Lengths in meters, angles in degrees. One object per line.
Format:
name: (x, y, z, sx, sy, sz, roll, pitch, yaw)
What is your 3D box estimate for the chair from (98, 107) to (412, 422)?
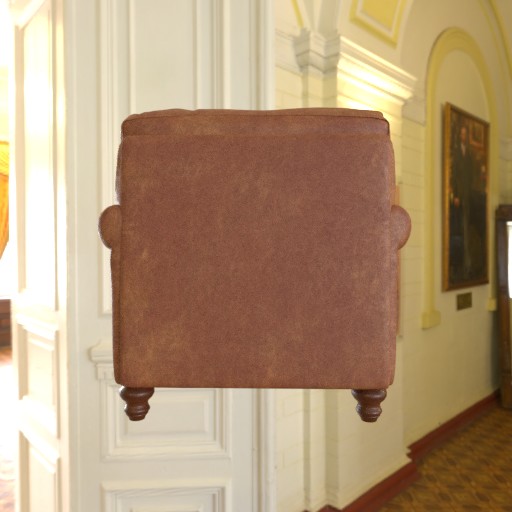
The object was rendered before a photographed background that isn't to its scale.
chair: (0.000, 0.000, 1.729, 0.983, 0.962, 0.986, 0, 1, 1)
